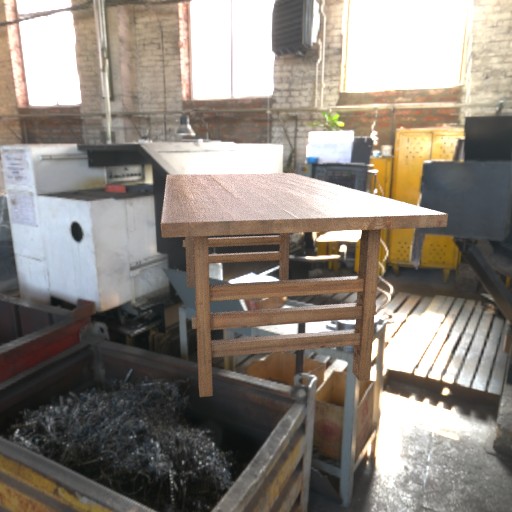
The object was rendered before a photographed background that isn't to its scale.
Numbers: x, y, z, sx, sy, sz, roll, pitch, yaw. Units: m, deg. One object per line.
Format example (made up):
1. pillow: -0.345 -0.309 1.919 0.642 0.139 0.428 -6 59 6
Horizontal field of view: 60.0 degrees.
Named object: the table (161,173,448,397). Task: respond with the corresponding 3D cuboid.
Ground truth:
1. table: 0.000 0.000 2.461 0.952 0.760 2.003 -3 15 -10
